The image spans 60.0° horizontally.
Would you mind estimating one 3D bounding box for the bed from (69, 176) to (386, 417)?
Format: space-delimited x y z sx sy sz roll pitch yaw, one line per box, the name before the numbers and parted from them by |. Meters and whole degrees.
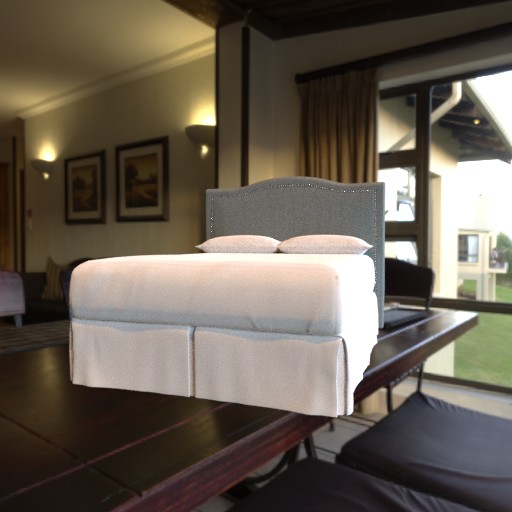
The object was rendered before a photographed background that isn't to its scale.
bed | 0.000 0.000 3.308 1.753 1.460 2.143 1 2 19
